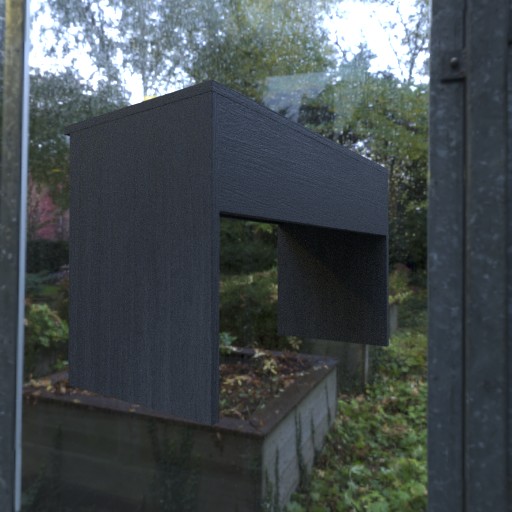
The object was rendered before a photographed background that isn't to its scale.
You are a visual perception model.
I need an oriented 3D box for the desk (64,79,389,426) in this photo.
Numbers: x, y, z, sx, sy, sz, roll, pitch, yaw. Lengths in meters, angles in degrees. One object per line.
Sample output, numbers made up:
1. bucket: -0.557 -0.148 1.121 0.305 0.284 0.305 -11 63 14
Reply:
1. desk: 0.000 0.000 1.541 0.557 0.729 1.099 -1 -1 36
